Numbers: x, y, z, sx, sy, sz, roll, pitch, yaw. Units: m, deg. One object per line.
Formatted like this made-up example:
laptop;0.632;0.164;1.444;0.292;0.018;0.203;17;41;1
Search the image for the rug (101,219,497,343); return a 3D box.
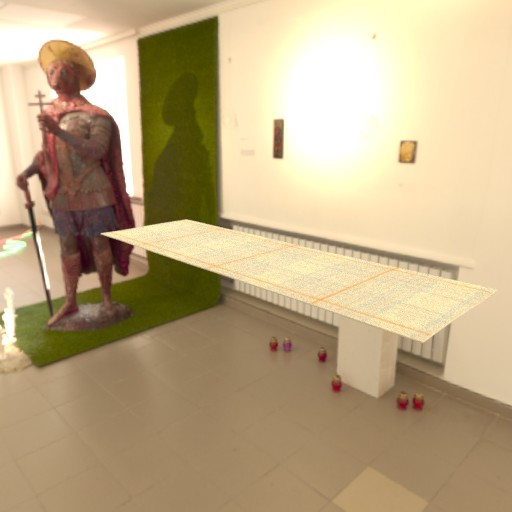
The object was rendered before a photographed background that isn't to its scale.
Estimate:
rug;0.000;0.000;2.649;0.770;0.016;2.442;-15;21;-43
